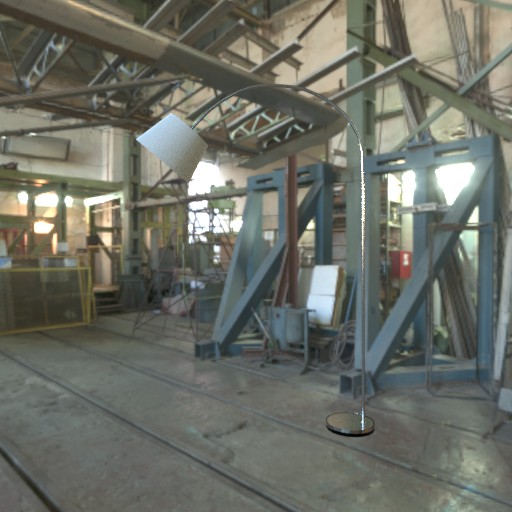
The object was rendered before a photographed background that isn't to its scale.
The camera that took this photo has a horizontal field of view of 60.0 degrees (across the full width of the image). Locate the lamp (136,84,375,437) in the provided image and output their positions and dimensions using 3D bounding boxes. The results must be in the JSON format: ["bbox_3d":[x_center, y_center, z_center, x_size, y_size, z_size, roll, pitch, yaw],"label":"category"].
[{"bbox_3d":[0.000,0.000,2.711,1.445,2.098,0.406,0,0,0],"label":"lamp"}]
